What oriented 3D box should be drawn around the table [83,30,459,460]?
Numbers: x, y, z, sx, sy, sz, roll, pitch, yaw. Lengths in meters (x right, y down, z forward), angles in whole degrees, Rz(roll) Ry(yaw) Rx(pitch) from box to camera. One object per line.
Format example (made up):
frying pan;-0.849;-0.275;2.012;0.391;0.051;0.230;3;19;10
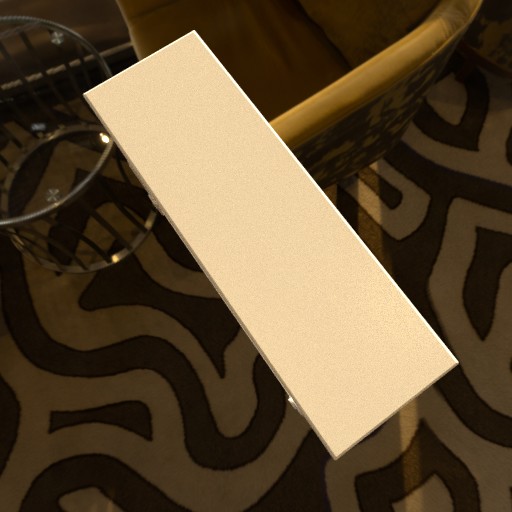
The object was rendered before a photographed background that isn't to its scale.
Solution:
table;0.000;0.000;1.570;0.386;0.814;1.191;-34;78;-8
